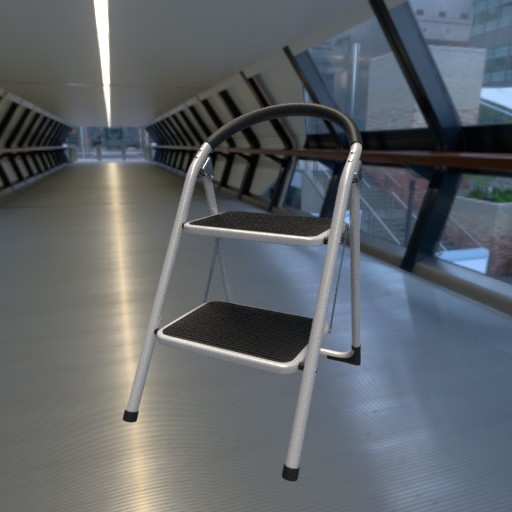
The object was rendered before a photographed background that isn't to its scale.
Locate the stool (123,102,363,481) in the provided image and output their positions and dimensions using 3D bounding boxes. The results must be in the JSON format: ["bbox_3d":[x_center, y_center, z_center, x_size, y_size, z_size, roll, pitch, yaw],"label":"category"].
[{"bbox_3d":[0.000,0.000,1.110,0.453,0.760,0.559,7,17,26],"label":"stool"}]
